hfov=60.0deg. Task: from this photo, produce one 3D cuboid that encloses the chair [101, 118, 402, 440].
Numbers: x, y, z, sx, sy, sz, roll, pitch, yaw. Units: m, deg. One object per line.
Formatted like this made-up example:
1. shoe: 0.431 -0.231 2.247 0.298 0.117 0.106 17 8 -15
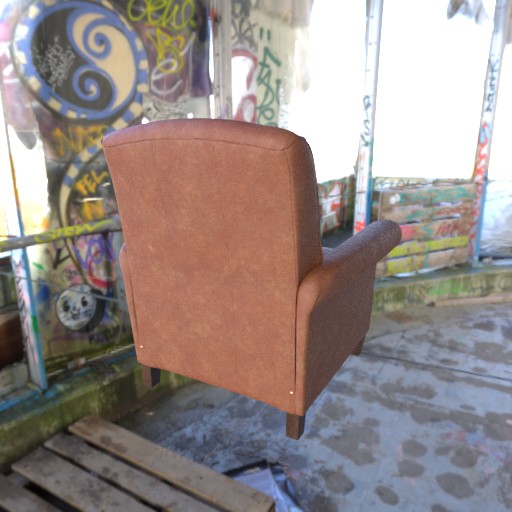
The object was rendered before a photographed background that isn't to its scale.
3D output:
1. chair: 0.000 0.000 1.828 0.978 1.061 0.902 9 17 29
